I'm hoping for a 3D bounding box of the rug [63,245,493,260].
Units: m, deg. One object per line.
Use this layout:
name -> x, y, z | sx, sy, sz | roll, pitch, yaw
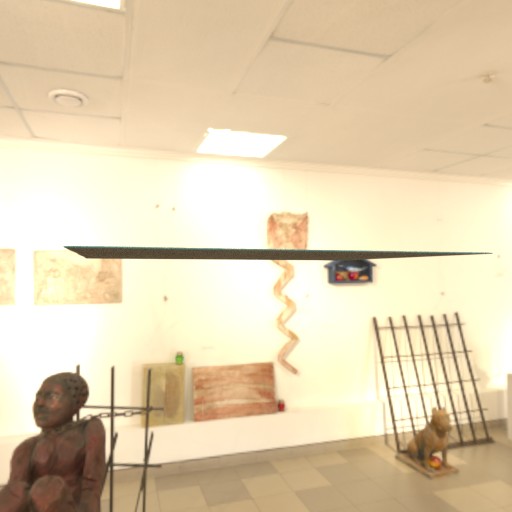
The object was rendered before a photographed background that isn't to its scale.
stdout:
rug -> 0.000, 0.000, 3.992 | 2.980, 0.012, 2.363 | 1, -2, -18
